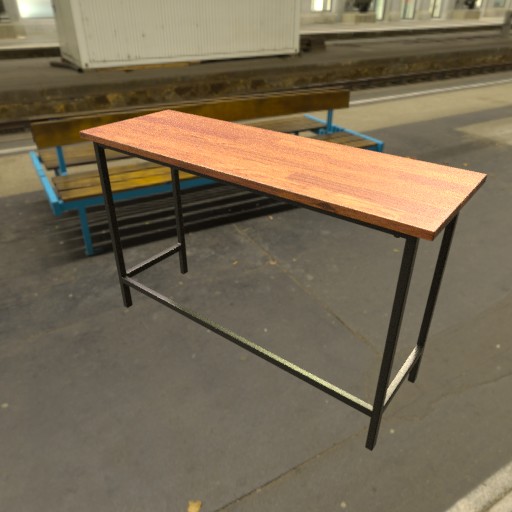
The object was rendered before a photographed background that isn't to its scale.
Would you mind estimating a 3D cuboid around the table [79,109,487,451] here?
[{"bbox_3d":[0.000,0.000,1.516,1.204,0.740,0.408,22,37,32],"label":"table"}]
